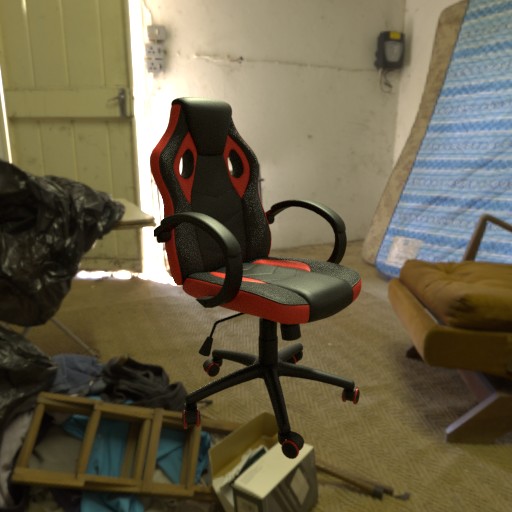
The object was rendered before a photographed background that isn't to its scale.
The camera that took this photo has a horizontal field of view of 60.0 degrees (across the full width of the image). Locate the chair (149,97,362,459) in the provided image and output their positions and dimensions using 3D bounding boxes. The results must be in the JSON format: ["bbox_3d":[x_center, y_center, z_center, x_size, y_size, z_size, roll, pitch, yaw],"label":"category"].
[{"bbox_3d":[0.000,0.000,1.440,0.642,1.016,0.600,13,19,43],"label":"chair"}]
